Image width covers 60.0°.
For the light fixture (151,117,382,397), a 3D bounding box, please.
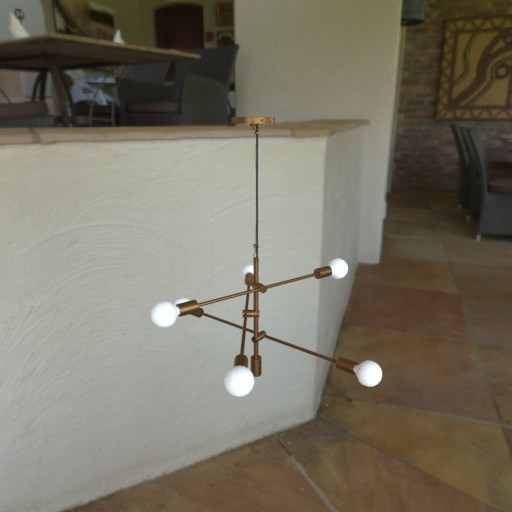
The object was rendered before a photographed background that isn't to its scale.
[{"bbox_3d":[0.000,0.000,1.245,0.637,0.744,0.682,-8,19,-23],"label":"light fixture"}]
